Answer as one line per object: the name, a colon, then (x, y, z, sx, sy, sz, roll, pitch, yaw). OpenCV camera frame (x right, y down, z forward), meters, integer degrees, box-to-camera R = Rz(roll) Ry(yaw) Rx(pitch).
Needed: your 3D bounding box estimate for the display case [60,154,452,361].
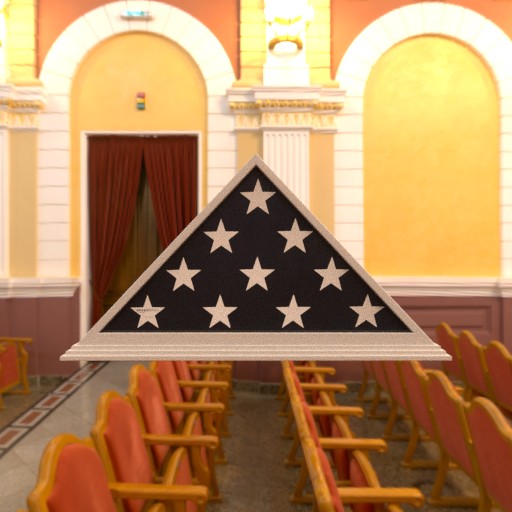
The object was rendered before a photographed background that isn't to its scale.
display case: (0.000, 0.000, 0.768, 0.640, 0.340, 0.095, 0, 1, 0)
